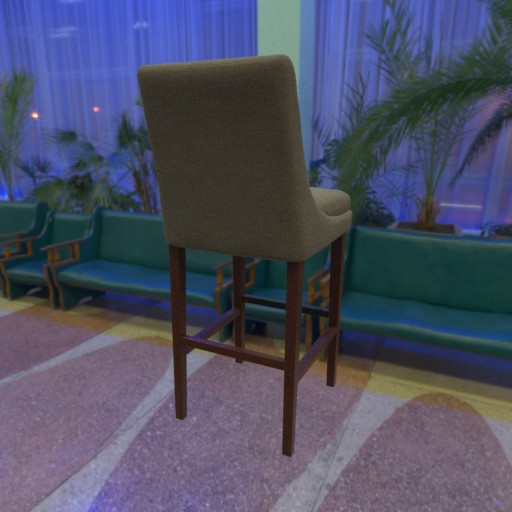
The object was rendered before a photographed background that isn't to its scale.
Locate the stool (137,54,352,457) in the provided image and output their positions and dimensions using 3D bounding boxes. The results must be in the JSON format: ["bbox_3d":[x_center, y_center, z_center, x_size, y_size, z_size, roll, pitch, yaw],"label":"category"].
[{"bbox_3d":[0.000,0.000,1.395,0.470,1.078,0.577,8,17,26],"label":"stool"}]
